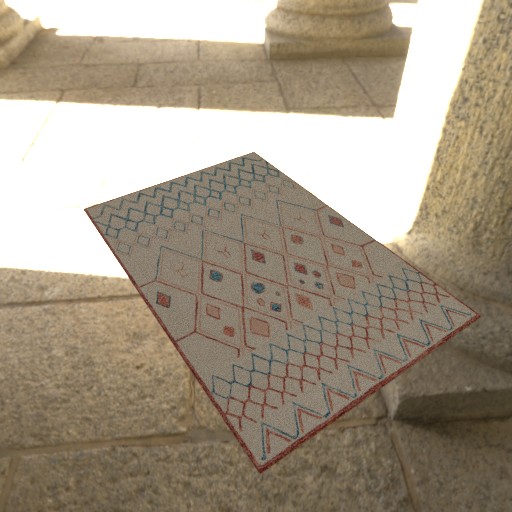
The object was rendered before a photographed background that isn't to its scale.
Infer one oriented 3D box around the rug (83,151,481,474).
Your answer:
[{"bbox_3d":[0.000,0.000,2.308,1.219,0.016,1.829,-25,47,-25],"label":"rug"}]
